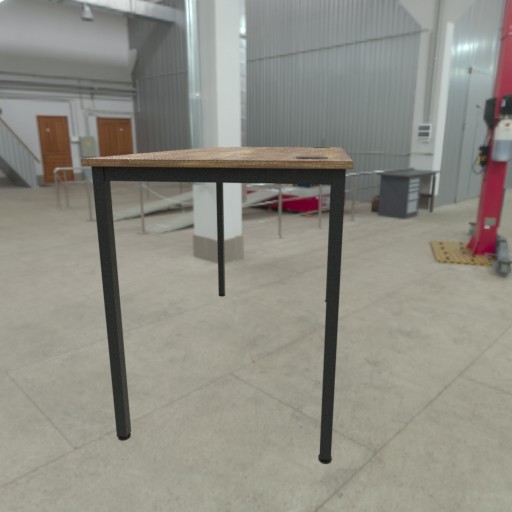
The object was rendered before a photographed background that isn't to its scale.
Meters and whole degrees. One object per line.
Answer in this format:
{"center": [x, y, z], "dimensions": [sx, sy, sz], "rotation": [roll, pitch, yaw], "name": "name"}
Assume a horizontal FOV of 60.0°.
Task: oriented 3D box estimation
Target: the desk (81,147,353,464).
{"center": [0.000, 0.000, 1.617], "dimensions": [0.600, 0.749, 1.200], "rotation": [2, 15, 9], "name": "desk"}
